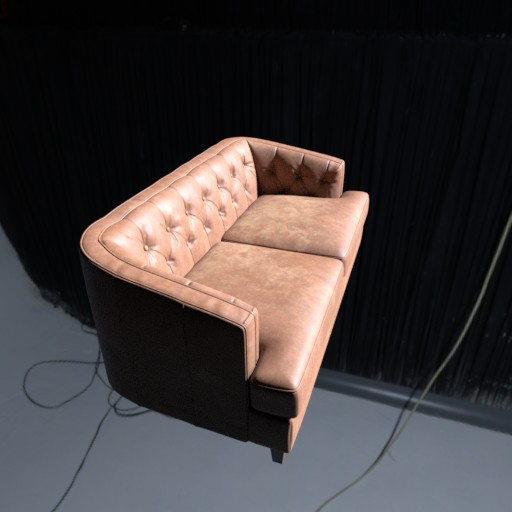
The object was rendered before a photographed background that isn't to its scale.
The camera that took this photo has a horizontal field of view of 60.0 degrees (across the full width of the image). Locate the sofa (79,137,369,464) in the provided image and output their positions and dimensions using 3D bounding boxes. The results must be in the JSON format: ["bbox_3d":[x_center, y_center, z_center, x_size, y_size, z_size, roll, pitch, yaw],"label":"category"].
[{"bbox_3d":[0.000,0.000,2.251,0.914,0.786,1.755,10,31,17],"label":"sofa"}]
